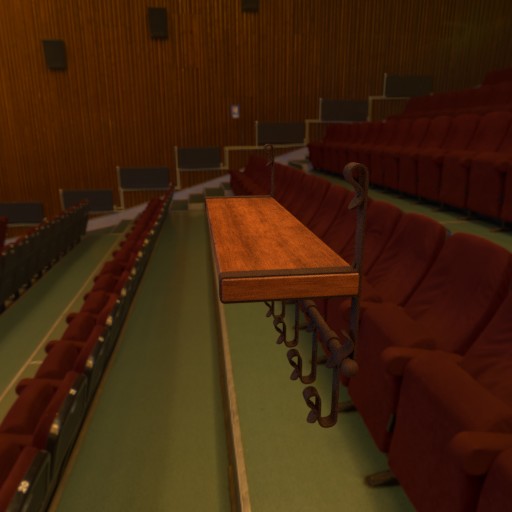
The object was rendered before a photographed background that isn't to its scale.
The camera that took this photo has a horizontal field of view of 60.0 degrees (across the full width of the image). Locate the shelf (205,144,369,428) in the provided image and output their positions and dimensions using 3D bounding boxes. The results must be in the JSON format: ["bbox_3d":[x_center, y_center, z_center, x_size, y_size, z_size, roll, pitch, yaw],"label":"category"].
[{"bbox_3d":[0.000,0.000,0.712,0.146,0.330,0.567,-2,16,-8],"label":"shelf"}]
